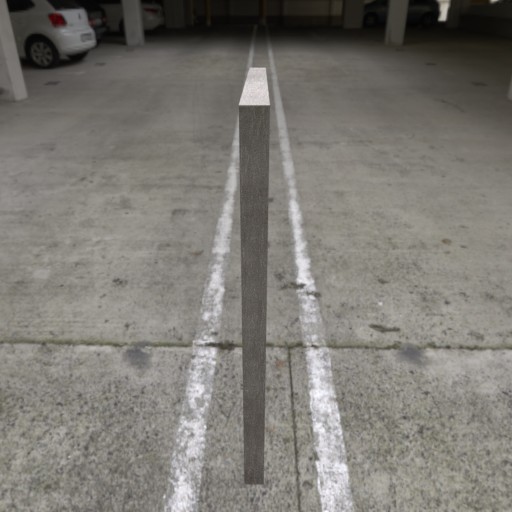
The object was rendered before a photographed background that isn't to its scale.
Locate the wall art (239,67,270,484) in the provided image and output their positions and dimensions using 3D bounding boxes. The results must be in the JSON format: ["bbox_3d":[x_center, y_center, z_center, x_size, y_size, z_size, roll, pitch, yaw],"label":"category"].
[{"bbox_3d":[0.000,0.000,0.704,0.032,0.521,0.421,0,27,0],"label":"wall art"}]
